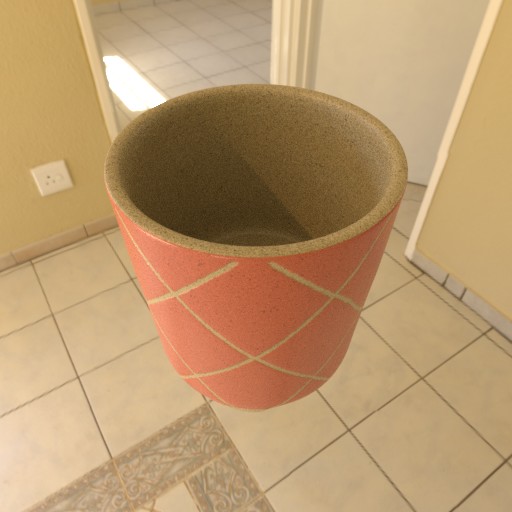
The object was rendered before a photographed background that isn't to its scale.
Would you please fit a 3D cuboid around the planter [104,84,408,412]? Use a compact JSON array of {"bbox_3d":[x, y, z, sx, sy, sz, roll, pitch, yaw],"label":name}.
[{"bbox_3d":[0.000,0.000,0.423,0.227,0.235,0.227,0,46,0],"label":"planter"}]
